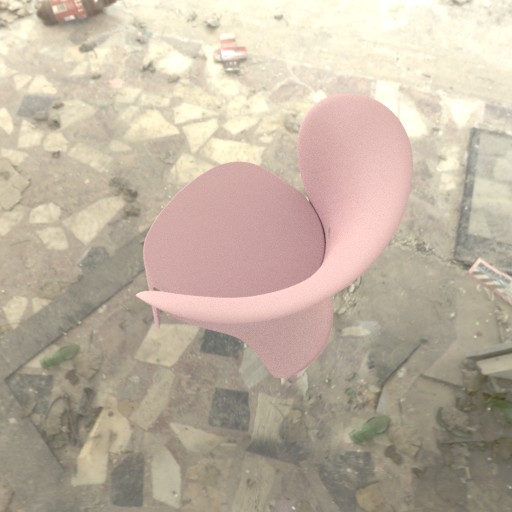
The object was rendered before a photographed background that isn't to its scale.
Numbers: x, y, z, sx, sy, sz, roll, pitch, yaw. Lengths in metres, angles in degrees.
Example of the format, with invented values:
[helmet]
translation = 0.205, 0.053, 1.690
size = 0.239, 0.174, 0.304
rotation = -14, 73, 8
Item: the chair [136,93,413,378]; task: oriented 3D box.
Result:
[chair]
translation = 0.000, 0.000, 0.844
size = 0.402, 0.554, 0.451
rotation = 34, 69, 15
